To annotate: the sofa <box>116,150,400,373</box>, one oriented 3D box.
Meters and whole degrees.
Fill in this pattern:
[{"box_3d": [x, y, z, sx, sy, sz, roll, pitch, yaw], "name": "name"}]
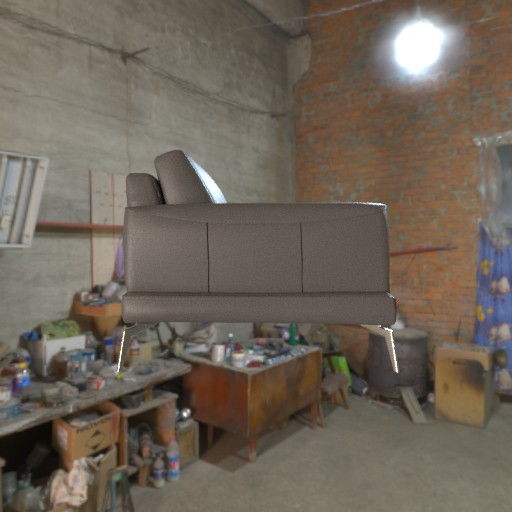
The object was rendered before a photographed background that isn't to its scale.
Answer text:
[{"box_3d": [0.000, 0.000, 2.775, 1.121, 0.930, 2.177, 0, 0, 0], "name": "sofa"}]
